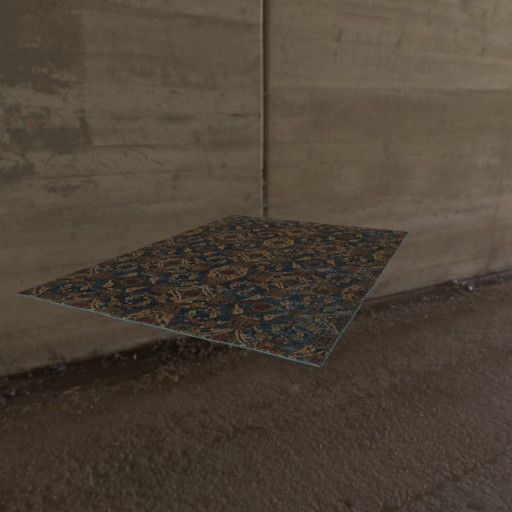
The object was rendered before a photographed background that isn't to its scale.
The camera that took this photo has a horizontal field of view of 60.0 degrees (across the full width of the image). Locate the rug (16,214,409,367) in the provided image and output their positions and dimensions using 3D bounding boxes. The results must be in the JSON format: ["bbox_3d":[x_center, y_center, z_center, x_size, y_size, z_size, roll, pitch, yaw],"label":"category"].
[{"bbox_3d":[0.000,0.000,4.187,2.337,0.013,3.291,8,18,25],"label":"rug"}]
